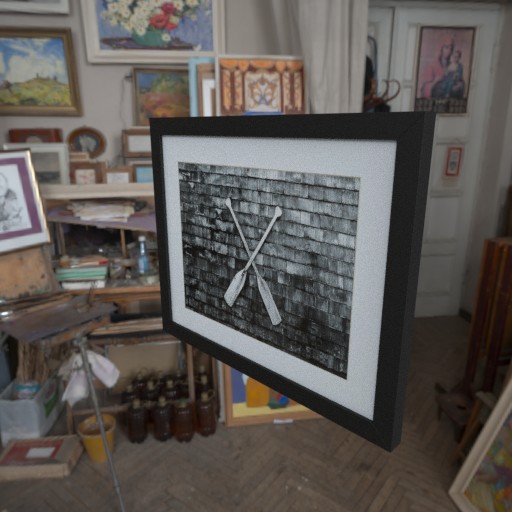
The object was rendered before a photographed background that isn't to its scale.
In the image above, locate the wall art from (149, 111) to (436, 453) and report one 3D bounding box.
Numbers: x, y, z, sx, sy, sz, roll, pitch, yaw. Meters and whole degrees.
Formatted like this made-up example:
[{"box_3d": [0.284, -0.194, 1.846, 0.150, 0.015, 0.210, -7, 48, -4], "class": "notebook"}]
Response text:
[{"box_3d": [0.000, 0.000, 0.756, 0.558, 0.457, 0.029, 15, 22, 42], "class": "wall art"}]
